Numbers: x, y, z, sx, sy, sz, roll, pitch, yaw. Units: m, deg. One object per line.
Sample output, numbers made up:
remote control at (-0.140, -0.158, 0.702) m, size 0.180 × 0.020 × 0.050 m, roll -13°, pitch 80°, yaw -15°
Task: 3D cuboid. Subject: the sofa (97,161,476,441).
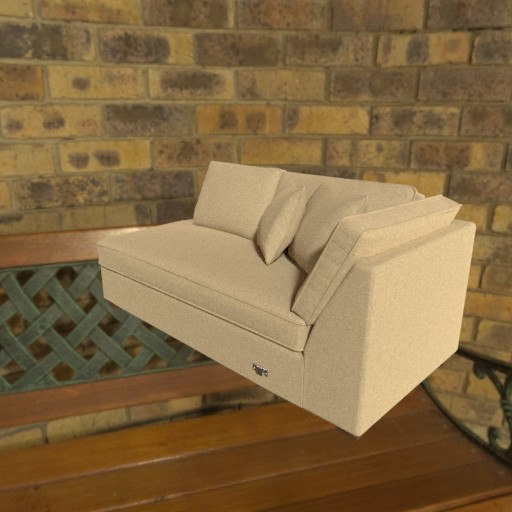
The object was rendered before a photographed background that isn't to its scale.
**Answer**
sofa at (0.000, 0.000, 2.818) m, size 2.237 × 1.033 × 1.110 m, roll 16°, pitch 24°, yaw 42°
